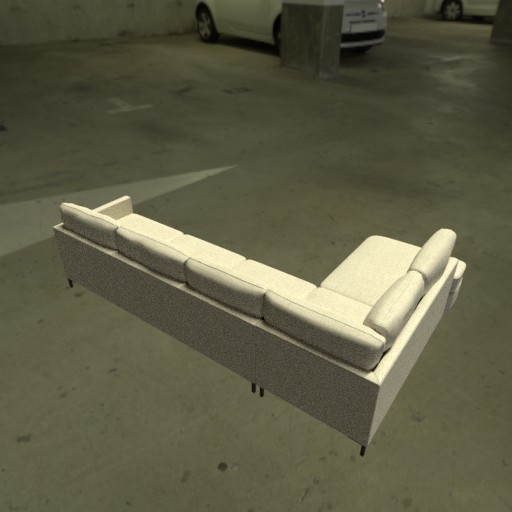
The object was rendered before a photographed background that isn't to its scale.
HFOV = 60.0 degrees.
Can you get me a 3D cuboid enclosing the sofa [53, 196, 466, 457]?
[{"bbox_3d":[0.000,0.000,4.267,3.384,0.996,2.048,21,38,30],"label":"sofa"}]
